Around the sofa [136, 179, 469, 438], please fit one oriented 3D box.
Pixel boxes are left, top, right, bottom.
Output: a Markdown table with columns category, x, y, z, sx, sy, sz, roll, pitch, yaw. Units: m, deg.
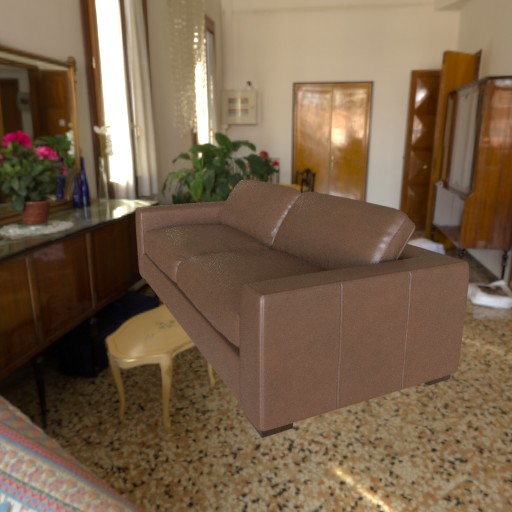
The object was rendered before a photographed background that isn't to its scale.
| category | x | y | z | sx | sy | sz | roll | pitch | yaw |
| --- | --- | --- | --- | --- | --- | --- | --- | --- | --- |
| sofa | 0.000 | 0.000 | 2.757 | 1.070 | 0.801 | 2.262 | -7 | 17 | -25 |
